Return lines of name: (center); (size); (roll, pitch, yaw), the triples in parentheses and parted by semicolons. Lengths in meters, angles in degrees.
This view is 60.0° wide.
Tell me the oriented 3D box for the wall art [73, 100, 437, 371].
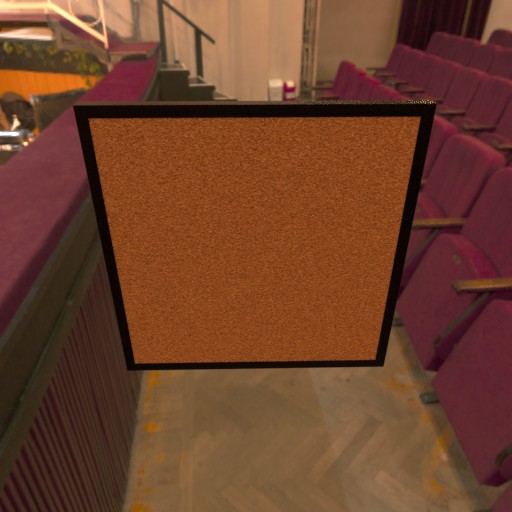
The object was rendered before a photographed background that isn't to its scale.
wall art: (0.000, 0.000, 1.130); (0.756, 0.755, 0.036); (-1, 31, -1)
